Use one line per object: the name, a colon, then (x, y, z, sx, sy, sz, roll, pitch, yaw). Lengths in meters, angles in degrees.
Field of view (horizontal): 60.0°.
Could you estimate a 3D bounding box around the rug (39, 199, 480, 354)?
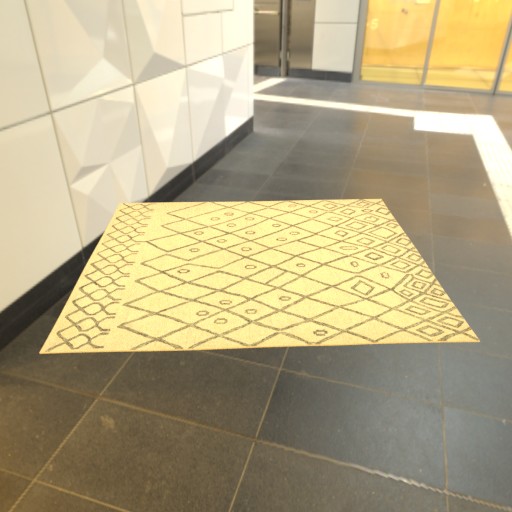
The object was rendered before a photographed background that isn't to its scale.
rug: (0.000, 0.000, 4.093, 3.046, 0.015, 2.446, -1, 31, -2)
